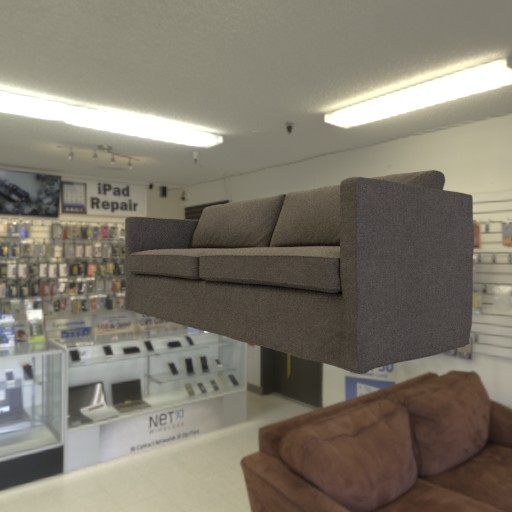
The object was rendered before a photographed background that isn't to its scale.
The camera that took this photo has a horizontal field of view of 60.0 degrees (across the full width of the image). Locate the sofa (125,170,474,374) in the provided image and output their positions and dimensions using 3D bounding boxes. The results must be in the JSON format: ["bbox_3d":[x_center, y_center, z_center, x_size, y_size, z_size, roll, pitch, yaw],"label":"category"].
[{"bbox_3d":[0.000,0.000,3.285,1.036,0.998,2.779,0,0,-37],"label":"sofa"}]
